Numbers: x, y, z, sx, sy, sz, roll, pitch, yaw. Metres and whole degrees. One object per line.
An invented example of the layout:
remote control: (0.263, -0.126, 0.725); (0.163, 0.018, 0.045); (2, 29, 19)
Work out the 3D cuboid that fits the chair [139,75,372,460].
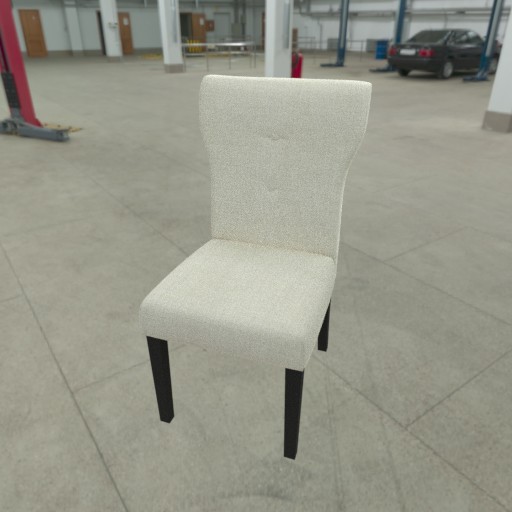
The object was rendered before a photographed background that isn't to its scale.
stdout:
chair: (0.000, 0.000, 1.289); (0.509, 0.921, 0.597); (9, 29, 17)
